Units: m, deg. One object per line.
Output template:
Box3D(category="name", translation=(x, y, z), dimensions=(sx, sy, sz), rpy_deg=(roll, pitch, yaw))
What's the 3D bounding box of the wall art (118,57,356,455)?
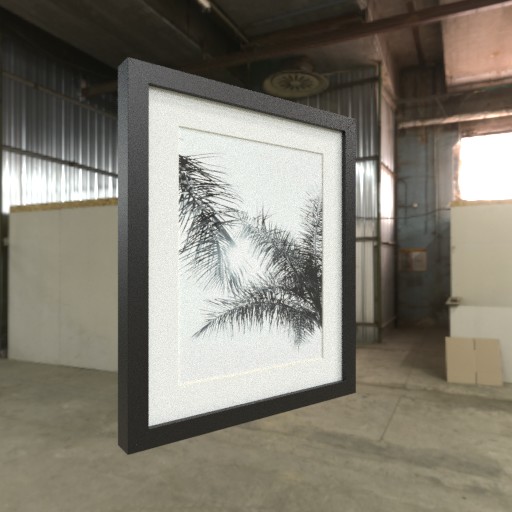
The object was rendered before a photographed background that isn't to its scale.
Box3D(category="wall art", translation=(0.000, 0.000, 0.531), dimensions=(0.325, 0.380, 0.028), rpy_deg=(0, 0, -36))
